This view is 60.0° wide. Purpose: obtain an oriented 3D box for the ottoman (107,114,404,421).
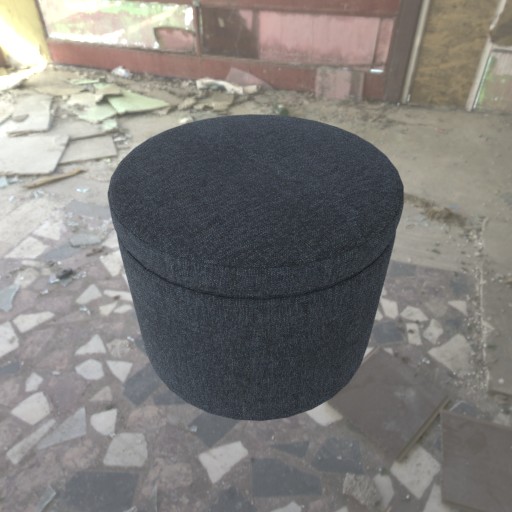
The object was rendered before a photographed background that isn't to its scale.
[{"bbox_3d":[0.000,0.000,0.884,0.500,0.419,0.500,0,40,0],"label":"ottoman"}]
